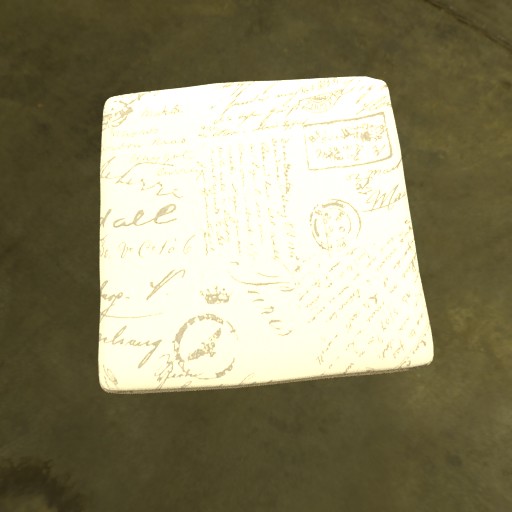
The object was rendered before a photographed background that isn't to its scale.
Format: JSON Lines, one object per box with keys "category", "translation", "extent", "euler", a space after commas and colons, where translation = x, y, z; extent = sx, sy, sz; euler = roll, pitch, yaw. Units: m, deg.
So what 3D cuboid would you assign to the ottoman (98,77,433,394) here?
{"category": "ottoman", "translation": [0.000, 0.000, 0.820], "extent": [0.449, 0.457, 0.450], "euler": [-5, 76, -1]}
